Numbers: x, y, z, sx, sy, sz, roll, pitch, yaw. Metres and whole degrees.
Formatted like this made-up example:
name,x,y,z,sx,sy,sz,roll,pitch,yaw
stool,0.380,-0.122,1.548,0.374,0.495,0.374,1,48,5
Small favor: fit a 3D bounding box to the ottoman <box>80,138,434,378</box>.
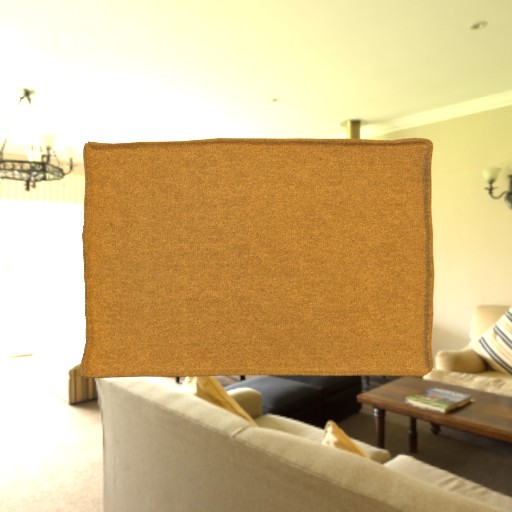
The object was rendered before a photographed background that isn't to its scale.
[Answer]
name,x,y,z,sx,sy,sz,roll,pitch,yaw
ottoman,0.000,0.000,1.167,0.707,0.470,0.696,0,0,-1
